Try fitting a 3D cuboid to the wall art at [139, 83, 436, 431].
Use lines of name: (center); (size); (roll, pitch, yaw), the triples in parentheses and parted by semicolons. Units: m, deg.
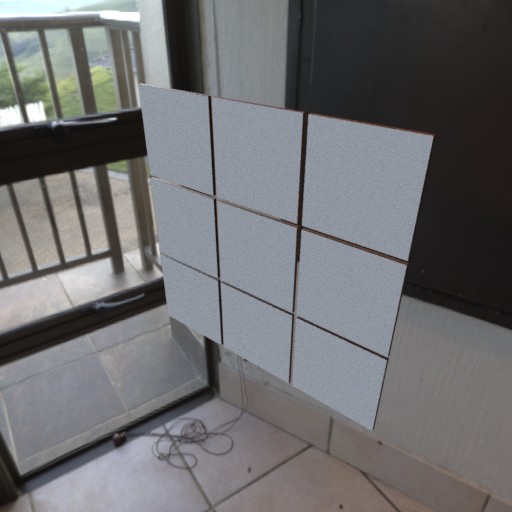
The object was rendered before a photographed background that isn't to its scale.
wall art: (0.000, 0.000, 1.877); (1.256, 1.246, 0.017); (22, 37, 32)
